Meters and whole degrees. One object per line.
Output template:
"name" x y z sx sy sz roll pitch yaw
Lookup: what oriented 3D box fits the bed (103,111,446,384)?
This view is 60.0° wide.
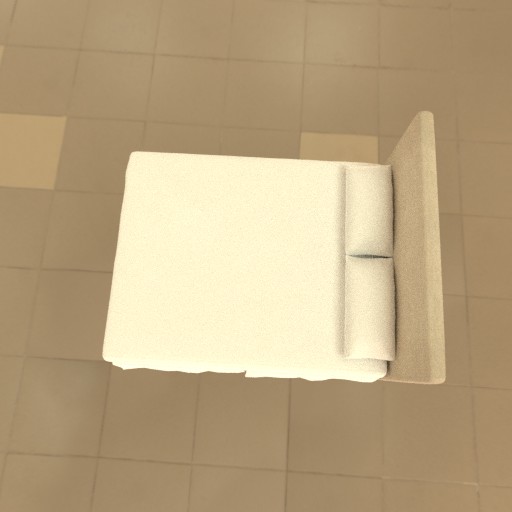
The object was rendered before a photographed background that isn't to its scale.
"bed" 0.000 0.000 3.201 2.162 1.330 1.713 3 76 1
